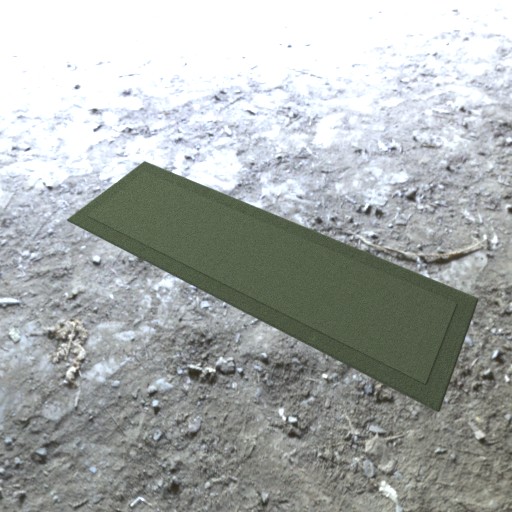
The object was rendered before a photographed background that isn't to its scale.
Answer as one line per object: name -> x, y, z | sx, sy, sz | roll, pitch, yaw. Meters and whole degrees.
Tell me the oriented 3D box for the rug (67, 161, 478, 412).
rug -> 0.000, 0.000, 2.663 | 2.430, 0.012, 0.759 | 25, 52, 21
